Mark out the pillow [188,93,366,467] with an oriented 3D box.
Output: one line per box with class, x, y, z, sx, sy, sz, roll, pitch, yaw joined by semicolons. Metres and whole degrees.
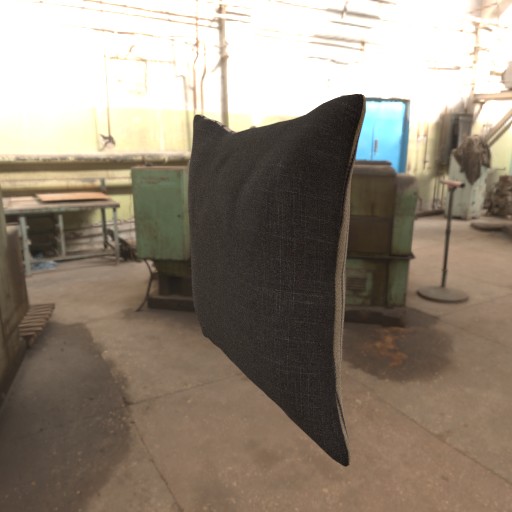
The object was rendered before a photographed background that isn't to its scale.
pillow;0.000;0.000;0.689;0.138;0.444;0.468;-8;16;-28
